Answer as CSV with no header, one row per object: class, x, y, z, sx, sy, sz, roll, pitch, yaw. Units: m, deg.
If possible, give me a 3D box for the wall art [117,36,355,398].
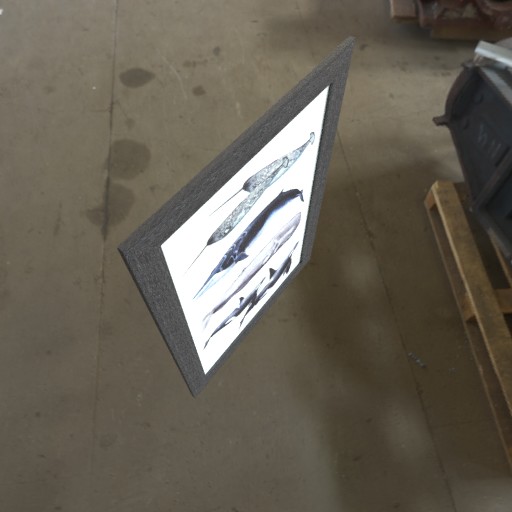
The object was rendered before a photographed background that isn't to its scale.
wall art,0.000,0.000,1.450,0.016,1.116,0.810,34,65,18
